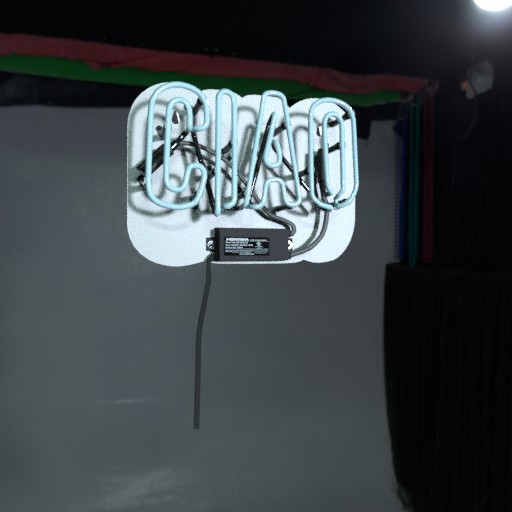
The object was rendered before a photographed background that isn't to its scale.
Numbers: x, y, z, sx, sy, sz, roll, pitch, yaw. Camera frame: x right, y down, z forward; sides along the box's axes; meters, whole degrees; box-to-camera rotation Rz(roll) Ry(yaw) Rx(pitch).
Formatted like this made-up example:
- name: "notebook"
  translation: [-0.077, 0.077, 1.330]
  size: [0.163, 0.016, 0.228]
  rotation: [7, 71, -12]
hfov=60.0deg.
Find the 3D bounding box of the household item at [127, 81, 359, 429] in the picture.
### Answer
- name: "household item"
  translation: [0.000, 0.000, 0.382]
  size: [0.211, 0.294, 0.042]
  rotation: [0, 1, -18]
